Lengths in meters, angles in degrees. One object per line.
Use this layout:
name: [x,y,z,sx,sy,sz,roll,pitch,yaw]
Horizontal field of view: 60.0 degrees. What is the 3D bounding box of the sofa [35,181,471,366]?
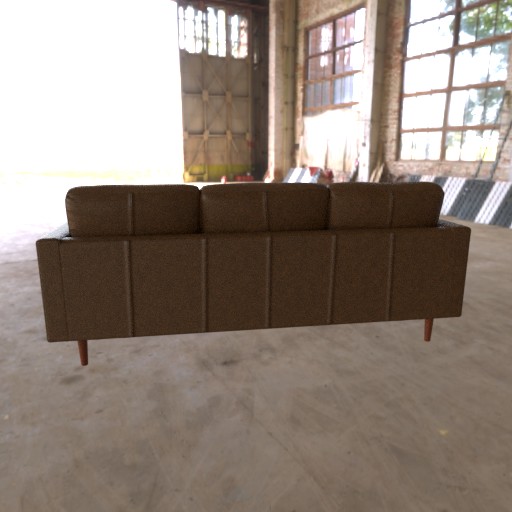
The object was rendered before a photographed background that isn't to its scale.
sofa: [0.000,0.000,2.718,2.231,0.930,0.903,-2,14,-9]
